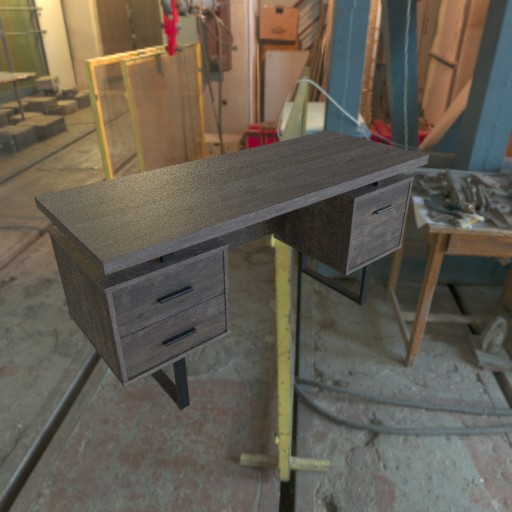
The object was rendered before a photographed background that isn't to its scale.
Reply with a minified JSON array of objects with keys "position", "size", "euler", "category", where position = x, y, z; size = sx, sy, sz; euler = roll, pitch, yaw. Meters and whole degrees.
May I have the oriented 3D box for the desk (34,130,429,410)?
[{"position":[0.000,0.000,1.961],"size":[1.524,0.760,0.600],"euler":[-22,36,-34],"category":"desk"}]
